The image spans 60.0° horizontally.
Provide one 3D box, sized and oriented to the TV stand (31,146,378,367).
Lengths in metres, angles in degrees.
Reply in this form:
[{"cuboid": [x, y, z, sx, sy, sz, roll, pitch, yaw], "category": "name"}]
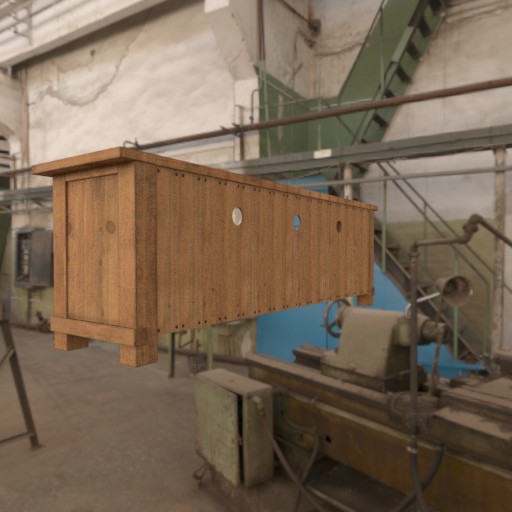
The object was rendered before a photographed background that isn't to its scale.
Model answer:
[{"cuboid": [0.000, 0.000, 1.983, 0.453, 0.573, 1.804, 0, 1, 36], "category": "TV stand"}]
